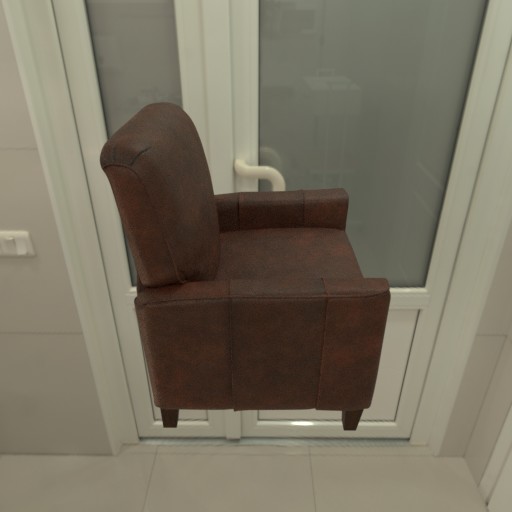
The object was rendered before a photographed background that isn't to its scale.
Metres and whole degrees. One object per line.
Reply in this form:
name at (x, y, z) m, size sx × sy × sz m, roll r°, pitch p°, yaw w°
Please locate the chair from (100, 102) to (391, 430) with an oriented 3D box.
chair at (0.000, 0.000, 1.685) m, size 0.836 × 1.043 × 0.843 m, roll 0°, pitch 30°, yaw 0°
